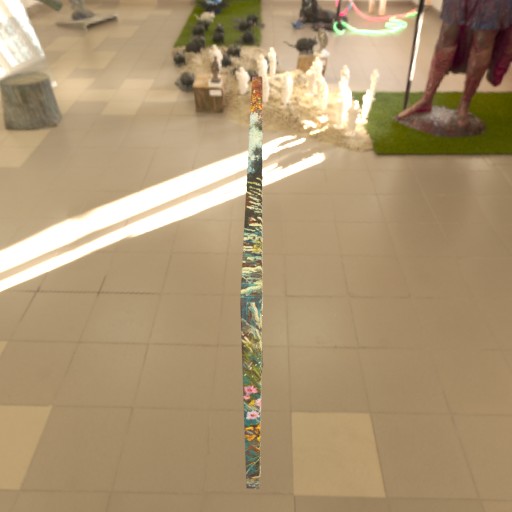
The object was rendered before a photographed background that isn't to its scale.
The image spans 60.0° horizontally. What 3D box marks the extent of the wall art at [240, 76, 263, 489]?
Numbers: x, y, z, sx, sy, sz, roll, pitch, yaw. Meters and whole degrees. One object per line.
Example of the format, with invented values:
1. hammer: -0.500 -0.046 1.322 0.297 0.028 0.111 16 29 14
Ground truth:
1. wall art: 0.000 0.000 1.437 0.042 0.760 1.136 0 40 0
